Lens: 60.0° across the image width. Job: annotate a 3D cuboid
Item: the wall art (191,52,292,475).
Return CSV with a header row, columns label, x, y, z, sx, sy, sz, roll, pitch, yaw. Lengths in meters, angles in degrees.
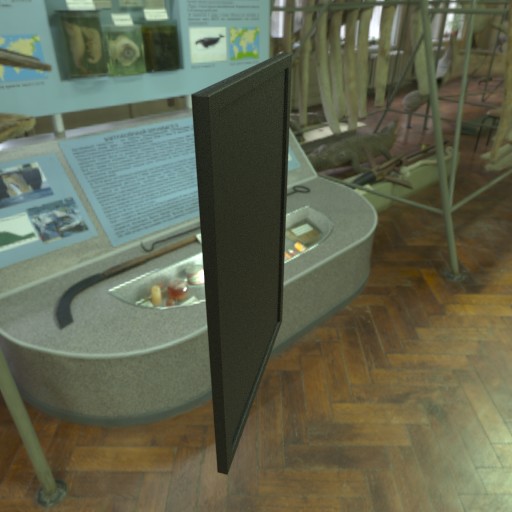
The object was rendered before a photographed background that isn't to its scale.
label,x,y,z,sx,sy,sz,roll,pitch,yaw
wall art,0.000,0.000,0.548,0.013,0.431,0.303,8,31,13
